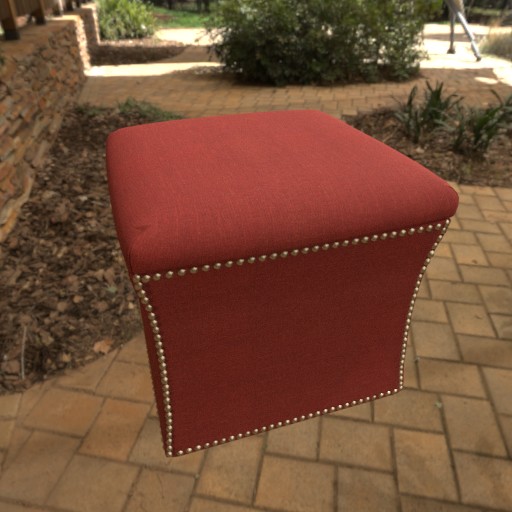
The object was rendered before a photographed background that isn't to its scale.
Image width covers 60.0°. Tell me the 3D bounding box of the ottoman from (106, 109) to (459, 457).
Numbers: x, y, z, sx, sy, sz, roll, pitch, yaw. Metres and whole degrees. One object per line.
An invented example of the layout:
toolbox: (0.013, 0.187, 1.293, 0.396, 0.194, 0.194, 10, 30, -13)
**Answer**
ottoman: (0.000, 0.000, 0.887, 0.507, 0.475, 0.497, -10, 34, -15)
